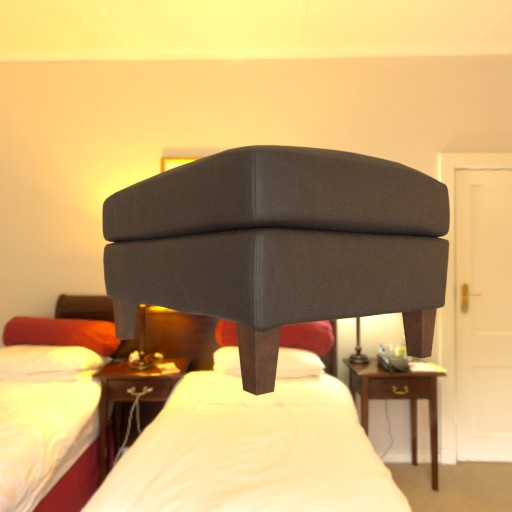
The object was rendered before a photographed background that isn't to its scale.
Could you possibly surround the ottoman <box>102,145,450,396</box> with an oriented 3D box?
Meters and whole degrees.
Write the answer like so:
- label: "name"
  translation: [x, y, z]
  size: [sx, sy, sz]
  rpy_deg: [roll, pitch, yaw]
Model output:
- label: "ottoman"
  translation: [0.000, 0.000, 1.297]
  size: [0.659, 0.529, 0.887]
  rpy_deg: [0, -1, -36]
